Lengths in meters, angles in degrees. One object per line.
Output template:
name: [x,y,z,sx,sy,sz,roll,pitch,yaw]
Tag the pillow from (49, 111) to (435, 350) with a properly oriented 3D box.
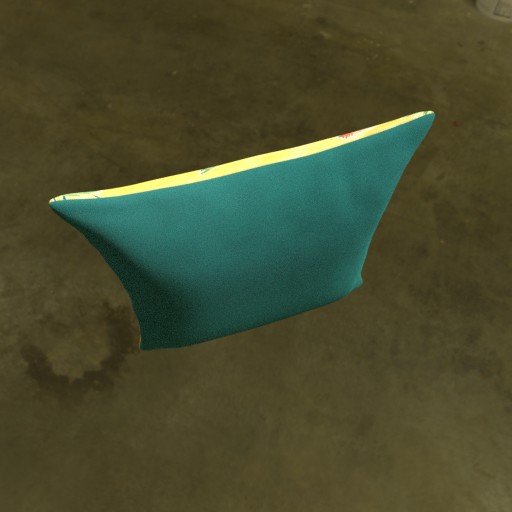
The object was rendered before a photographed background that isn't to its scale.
pillow: [0.000,0.000,0.787,0.525,0.508,0.166,-15,59,-10]
